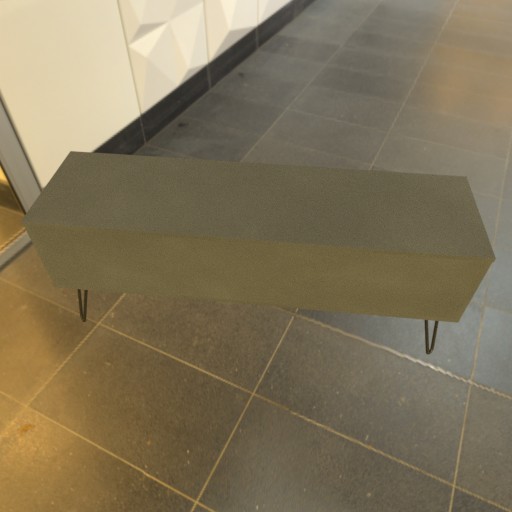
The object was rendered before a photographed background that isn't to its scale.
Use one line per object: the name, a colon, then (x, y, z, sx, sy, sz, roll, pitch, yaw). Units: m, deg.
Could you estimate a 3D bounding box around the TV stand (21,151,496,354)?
TV stand: (0.000, 0.000, 1.638, 1.400, 0.560, 0.400, 5, 47, 4)
